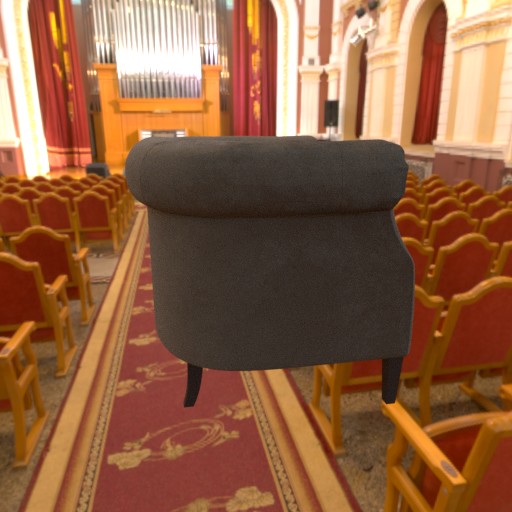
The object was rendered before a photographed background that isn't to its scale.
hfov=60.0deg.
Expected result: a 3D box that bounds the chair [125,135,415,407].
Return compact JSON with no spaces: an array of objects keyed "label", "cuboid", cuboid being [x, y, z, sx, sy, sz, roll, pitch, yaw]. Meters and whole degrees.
[{"label":"chair","cuboid":[0.000,0.000,1.585,0.851,0.826,0.904,-3,16,-10]}]
